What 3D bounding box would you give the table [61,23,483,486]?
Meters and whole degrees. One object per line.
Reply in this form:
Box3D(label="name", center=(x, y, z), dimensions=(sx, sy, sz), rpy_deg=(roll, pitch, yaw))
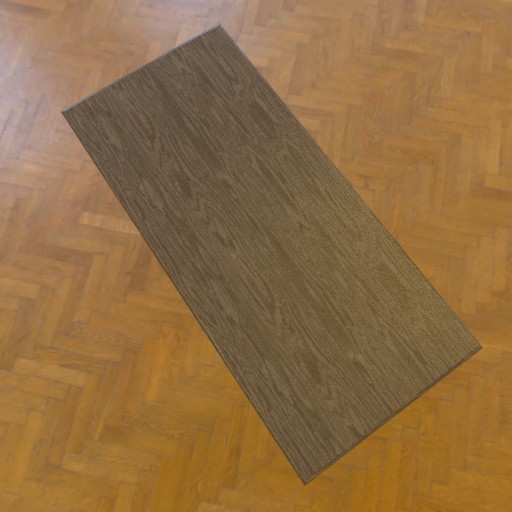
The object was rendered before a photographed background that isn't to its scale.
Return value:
Box3D(label="table", center=(0.000, 0.000, 1.667), dimensions=(0.599, 0.780, 1.300), rpy_deg=(-34, 77, -9))
